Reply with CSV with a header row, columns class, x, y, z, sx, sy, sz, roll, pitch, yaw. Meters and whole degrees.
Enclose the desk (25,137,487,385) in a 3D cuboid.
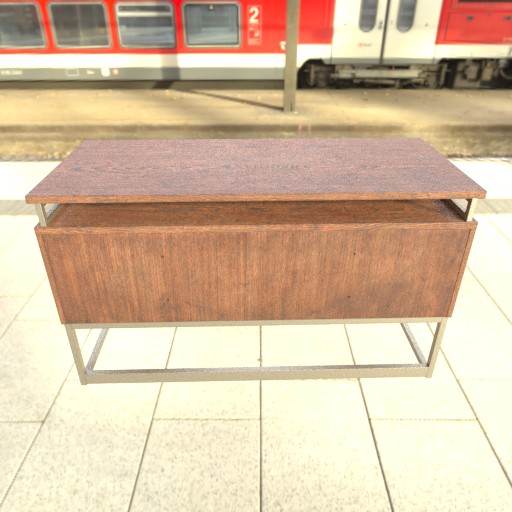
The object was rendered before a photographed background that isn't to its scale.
class,x,y,z,sx,sy,sz,roll,pitch,yaw
desk,0.000,0.000,1.788,1.384,0.792,0.610,-1,31,-1
